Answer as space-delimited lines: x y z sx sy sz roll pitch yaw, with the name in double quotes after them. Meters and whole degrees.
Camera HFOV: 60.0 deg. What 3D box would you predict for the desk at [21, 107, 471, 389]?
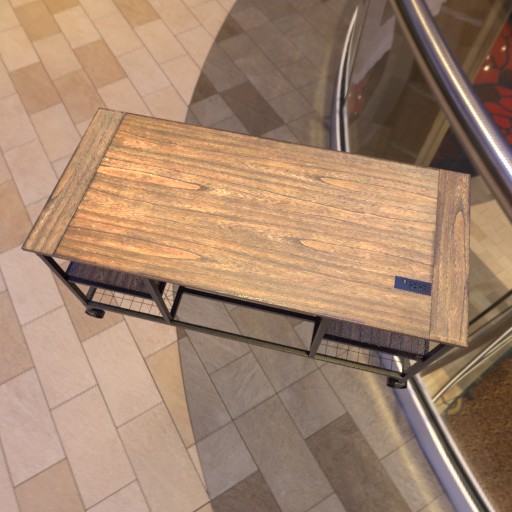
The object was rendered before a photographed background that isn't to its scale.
0.000 0.000 1.990 1.590 0.751 0.711 12 63 6 "desk"
